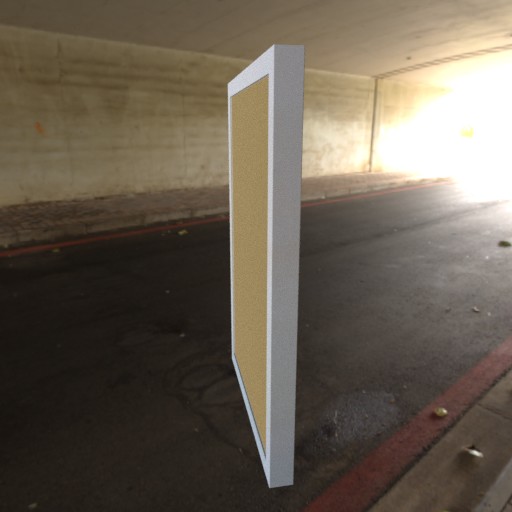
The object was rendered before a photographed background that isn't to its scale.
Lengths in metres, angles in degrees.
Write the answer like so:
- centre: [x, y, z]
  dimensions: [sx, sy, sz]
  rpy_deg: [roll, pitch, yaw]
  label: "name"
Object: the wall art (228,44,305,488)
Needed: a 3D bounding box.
- centre: [0.000, 0.000, 0.781]
  dimensions: [0.038, 0.611, 0.408]
  rpy_deg: [-3, 16, -10]
  label: "wall art"
